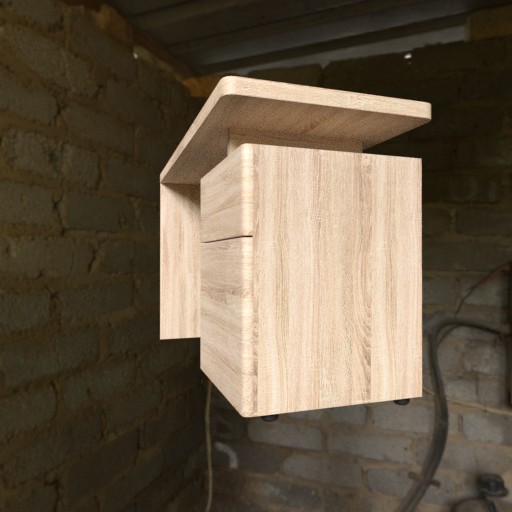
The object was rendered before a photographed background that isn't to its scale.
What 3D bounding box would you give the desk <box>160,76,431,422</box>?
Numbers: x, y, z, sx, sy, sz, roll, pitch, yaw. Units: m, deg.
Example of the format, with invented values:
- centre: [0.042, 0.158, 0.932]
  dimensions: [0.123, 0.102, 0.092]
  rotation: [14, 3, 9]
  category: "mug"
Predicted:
- centre: [0.000, 0.000, 1.593]
  dimensions: [0.550, 0.760, 1.200]
  rotation: [0, 0, -19]
  category: "desk"
